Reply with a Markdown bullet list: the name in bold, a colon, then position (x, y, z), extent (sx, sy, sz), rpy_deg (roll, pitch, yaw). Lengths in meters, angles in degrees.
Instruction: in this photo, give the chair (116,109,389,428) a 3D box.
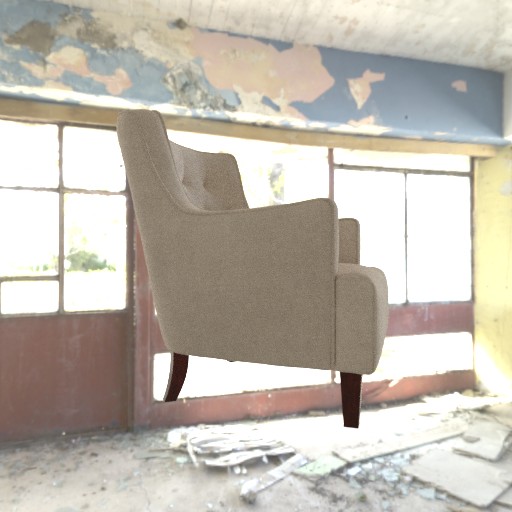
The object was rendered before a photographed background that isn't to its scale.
- **chair**: position (0.000, 0.000, 1.612), extent (0.910, 0.920, 0.781), rpy_deg (0, 0, 18)
